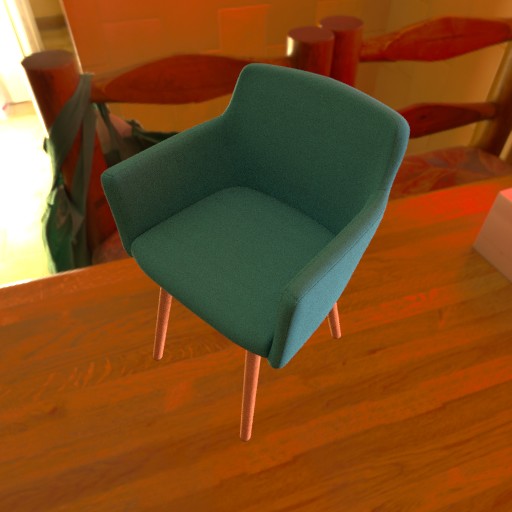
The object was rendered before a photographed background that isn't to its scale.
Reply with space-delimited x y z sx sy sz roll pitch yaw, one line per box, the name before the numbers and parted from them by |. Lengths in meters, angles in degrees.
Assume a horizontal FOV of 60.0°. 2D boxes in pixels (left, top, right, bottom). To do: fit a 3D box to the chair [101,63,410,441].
chair | 0.000 0.000 1.160 0.570 0.780 0.540 32 54 27
